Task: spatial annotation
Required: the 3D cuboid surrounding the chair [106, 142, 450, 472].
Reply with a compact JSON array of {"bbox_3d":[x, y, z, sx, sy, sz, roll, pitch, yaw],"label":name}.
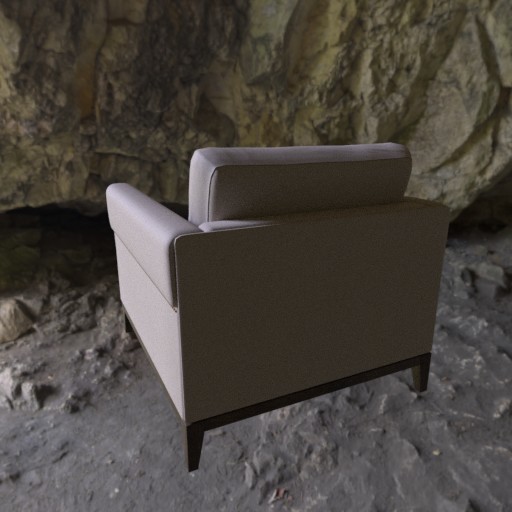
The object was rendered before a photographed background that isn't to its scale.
[{"bbox_3d":[0.000,0.000,1.661,0.914,0.838,0.959,-8,19,-25],"label":"chair"}]
